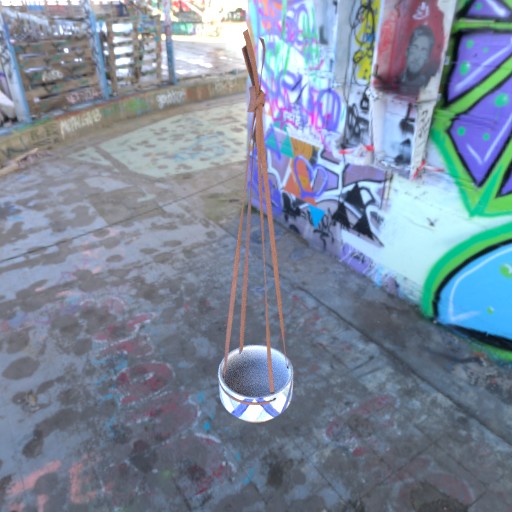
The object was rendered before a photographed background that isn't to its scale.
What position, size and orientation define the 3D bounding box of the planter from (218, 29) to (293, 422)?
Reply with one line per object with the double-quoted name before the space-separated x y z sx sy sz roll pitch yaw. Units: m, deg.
"planter" 0.000 0.000 0.815 0.166 0.751 0.166 -19 36 -29
